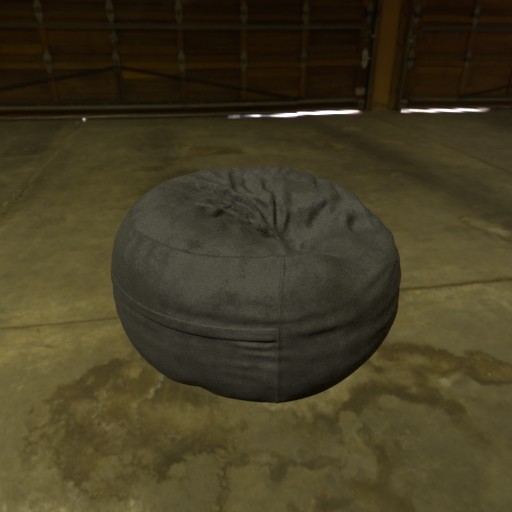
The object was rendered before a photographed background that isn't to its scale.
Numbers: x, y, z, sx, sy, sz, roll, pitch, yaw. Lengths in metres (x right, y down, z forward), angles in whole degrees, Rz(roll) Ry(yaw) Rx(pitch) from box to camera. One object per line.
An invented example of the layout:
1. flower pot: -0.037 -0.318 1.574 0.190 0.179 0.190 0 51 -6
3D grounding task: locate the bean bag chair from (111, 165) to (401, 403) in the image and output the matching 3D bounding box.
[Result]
1. bean bag chair: 0.000 0.000 2.409 1.525 0.751 1.525 0 26 0
